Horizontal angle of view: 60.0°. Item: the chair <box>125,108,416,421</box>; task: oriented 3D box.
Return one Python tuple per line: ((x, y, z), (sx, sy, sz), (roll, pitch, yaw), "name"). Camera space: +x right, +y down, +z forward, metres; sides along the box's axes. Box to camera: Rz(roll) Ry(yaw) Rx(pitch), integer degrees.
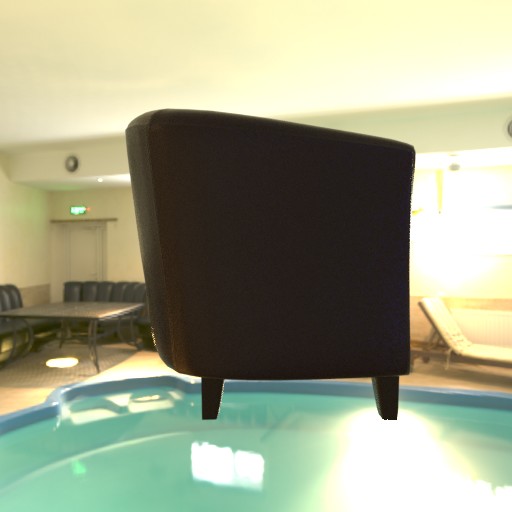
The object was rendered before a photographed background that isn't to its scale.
((0.000, 0.000, 1.351), (0.727, 0.756, 0.793), (0, 1, 1), "chair")
